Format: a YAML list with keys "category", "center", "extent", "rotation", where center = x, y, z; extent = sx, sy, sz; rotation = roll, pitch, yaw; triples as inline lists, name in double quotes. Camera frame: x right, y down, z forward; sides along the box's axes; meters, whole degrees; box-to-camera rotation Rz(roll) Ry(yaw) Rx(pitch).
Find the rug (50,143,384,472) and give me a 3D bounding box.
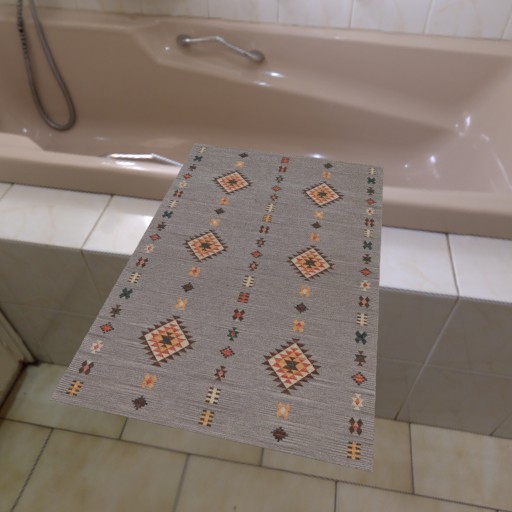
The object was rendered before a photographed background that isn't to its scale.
- category: "rug"
  center: [0.000, 0.000, 2.216]
  extent: [1.217, 0.005, 1.818]
  rotation: [9, 47, 8]
